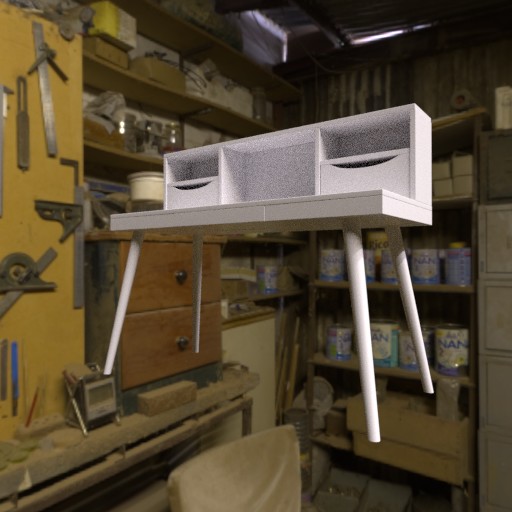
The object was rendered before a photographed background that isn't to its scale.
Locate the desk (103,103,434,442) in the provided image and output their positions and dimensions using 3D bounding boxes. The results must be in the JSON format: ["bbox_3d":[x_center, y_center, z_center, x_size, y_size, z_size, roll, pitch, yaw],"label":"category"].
[{"bbox_3d":[0.000,0.000,1.743,1.199,0.990,0.559,0,-1,36],"label":"desk"}]
